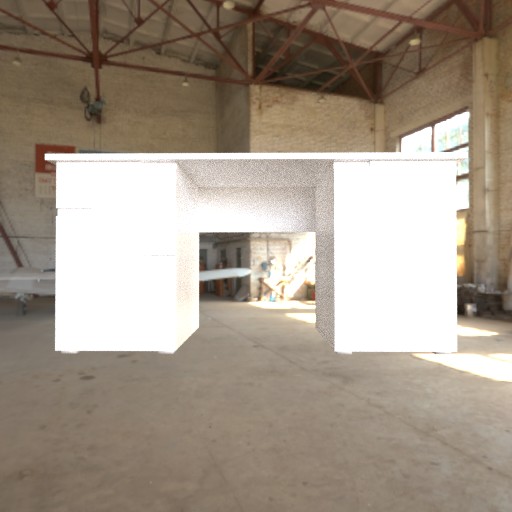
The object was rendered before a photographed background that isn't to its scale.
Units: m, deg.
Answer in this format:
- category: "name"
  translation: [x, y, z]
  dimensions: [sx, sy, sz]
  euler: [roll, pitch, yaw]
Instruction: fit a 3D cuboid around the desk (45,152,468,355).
- category: "desk"
  translation: [0.000, 0.000, 1.985]
  dimensions: [1.580, 0.760, 0.670]
  euler: [0, -1, 1]
